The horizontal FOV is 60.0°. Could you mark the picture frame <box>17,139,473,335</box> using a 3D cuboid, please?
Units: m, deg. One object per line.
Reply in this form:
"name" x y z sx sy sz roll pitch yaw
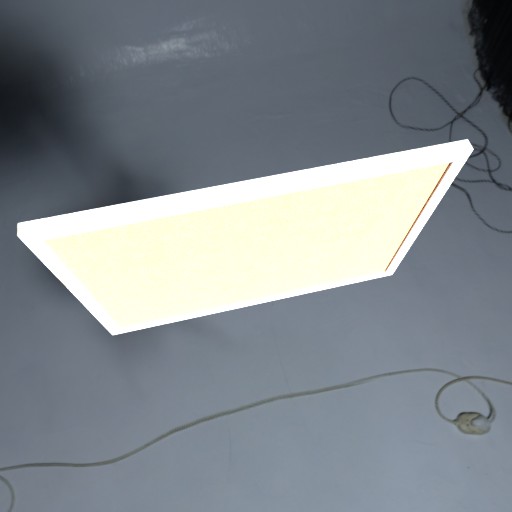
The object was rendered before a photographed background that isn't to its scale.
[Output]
"picture frame" 0.000 0.000 1.193 0.950 0.640 0.029 -12 63 -6
